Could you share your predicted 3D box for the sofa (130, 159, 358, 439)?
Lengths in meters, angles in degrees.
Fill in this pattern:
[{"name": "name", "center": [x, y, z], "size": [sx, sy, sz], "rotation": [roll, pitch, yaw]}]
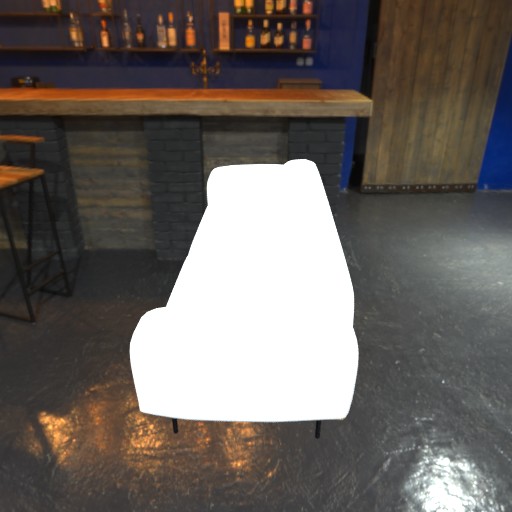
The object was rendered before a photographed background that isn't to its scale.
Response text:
[{"name": "sofa", "center": [0.000, 0.000, 2.665], "size": [0.870, 0.780, 2.280], "rotation": [1, 26, 2]}]
